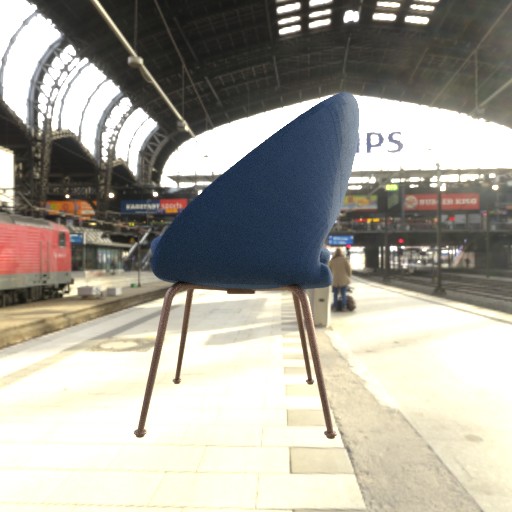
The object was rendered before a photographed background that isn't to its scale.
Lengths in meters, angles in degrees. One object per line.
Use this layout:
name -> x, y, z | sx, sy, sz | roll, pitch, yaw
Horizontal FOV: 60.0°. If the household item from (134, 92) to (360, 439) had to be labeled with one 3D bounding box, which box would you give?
household item -> 0.000, 0.000, 1.271 | 0.573, 0.852, 0.623 | 0, 0, 1
